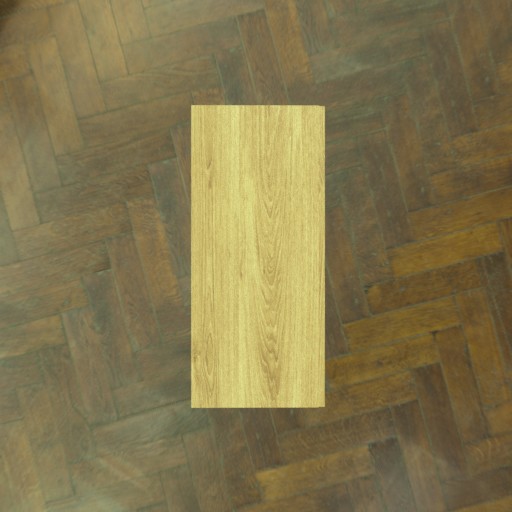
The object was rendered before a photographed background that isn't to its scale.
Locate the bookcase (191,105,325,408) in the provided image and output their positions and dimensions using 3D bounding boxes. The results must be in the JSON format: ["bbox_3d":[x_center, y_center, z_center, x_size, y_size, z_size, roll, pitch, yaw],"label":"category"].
[{"bbox_3d":[0.000,0.000,2.402,0.420,2.020,0.950,0,90,0],"label":"bookcase"}]
